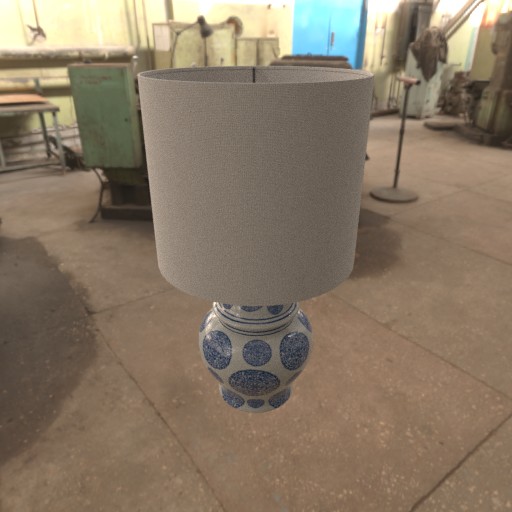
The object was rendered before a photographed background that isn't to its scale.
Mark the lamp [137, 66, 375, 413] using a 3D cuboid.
[{"bbox_3d":[0.000,0.000,0.497,0.215,0.381,0.215,-17,31,-30],"label":"lamp"}]
